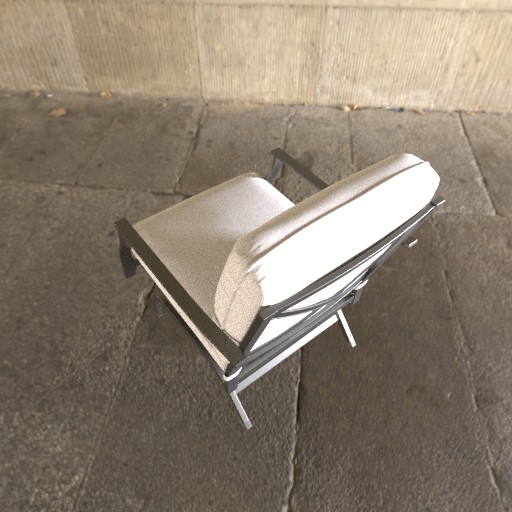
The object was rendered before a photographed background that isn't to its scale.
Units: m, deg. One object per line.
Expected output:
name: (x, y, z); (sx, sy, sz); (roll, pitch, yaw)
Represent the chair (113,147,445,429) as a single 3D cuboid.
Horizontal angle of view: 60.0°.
chair: (0.000, 0.000, 1.409); (0.650, 0.860, 0.787); (-30, 53, -25)
